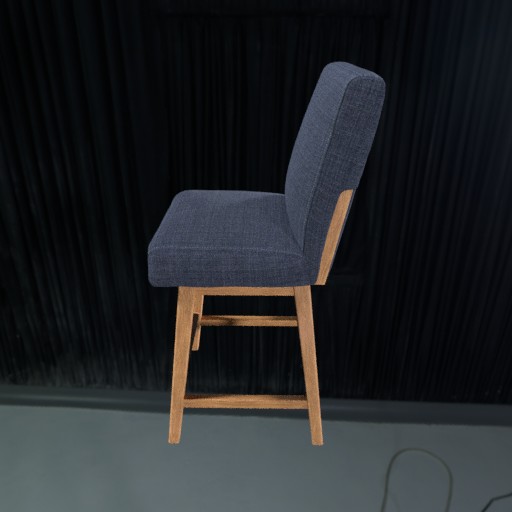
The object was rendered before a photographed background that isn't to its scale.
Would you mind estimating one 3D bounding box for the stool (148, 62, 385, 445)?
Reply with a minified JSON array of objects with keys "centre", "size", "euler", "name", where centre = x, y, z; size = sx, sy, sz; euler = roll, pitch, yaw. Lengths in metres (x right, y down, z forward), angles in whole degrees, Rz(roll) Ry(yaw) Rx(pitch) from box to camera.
[{"centre":[0.000,0.000,1.278],"size":[0.526,1.010,0.459],"euler":[0,27,1],"name":"stool"}]
